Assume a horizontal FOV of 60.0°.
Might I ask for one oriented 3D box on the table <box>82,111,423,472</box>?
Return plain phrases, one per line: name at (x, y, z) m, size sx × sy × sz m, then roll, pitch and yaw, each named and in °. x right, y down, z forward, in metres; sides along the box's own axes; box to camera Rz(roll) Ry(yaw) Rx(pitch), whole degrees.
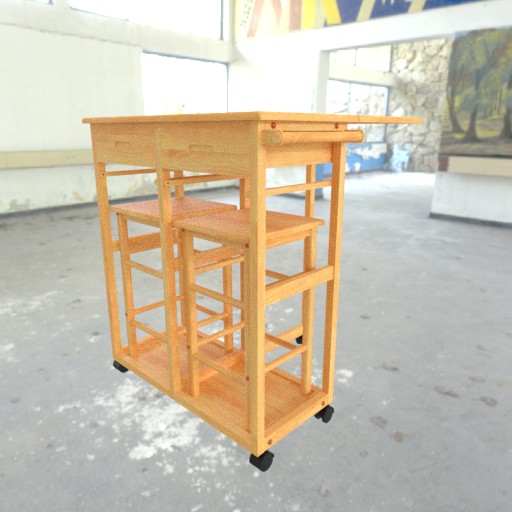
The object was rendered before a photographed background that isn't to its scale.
table at (0.000, 0.000, 1.396) m, size 0.752 × 0.832 × 0.693 m, roll 15°, pitch 22°, yaw 42°
